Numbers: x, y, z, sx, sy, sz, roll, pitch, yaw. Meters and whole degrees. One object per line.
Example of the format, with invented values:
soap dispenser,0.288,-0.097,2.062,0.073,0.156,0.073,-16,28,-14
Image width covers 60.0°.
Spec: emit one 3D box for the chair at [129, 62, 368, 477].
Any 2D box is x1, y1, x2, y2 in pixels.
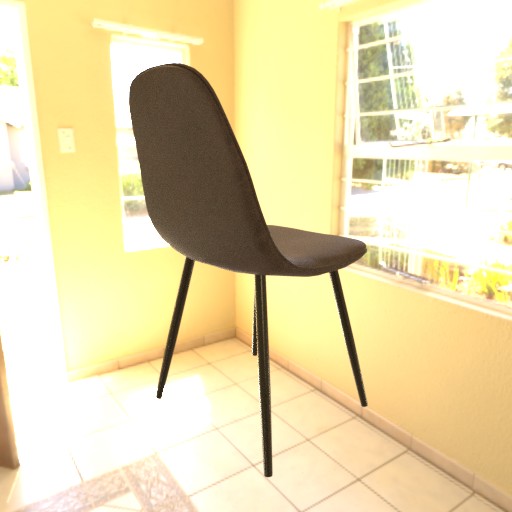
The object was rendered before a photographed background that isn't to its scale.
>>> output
chair,0.000,0.000,1.185,0.561,0.889,0.472,-13,19,-43
